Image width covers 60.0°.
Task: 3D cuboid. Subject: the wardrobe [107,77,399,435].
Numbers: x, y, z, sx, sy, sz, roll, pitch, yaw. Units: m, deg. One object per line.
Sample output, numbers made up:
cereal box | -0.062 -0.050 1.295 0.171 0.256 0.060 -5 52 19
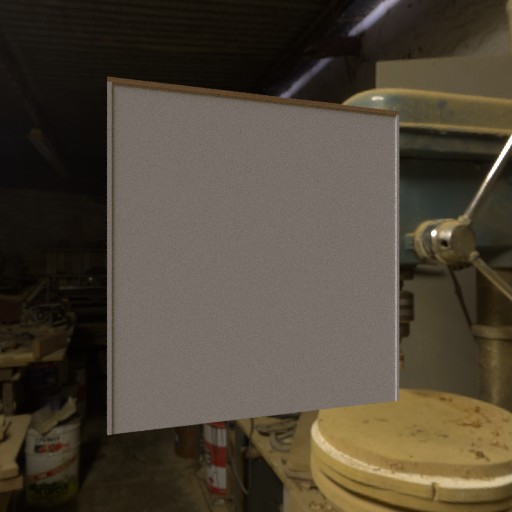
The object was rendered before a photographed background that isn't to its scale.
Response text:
wardrobe | 0.000 0.000 3.409 2.160 2.260 0.590 0 0 -18
